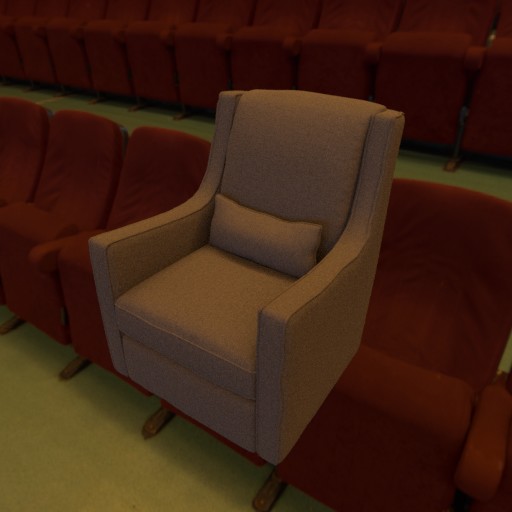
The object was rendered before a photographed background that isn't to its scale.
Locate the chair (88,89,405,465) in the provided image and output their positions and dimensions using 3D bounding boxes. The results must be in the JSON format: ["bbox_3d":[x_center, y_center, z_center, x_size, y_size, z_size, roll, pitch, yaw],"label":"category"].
[{"bbox_3d":[0.000,0.000,1.571,0.732,0.993,0.879,19,36,28],"label":"chair"}]
